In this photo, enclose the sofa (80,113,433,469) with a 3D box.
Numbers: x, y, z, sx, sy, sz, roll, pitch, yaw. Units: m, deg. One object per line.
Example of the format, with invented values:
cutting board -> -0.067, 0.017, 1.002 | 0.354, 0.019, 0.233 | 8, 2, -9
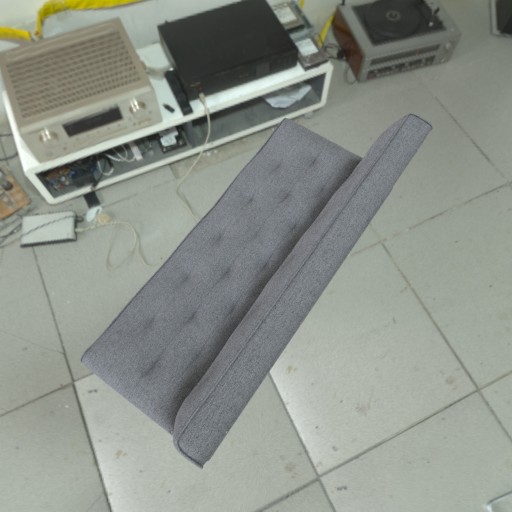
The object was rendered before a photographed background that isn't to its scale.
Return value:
sofa -> 0.000, 0.000, 2.256 | 0.810, 0.830, 1.820 | 33, 70, 14
